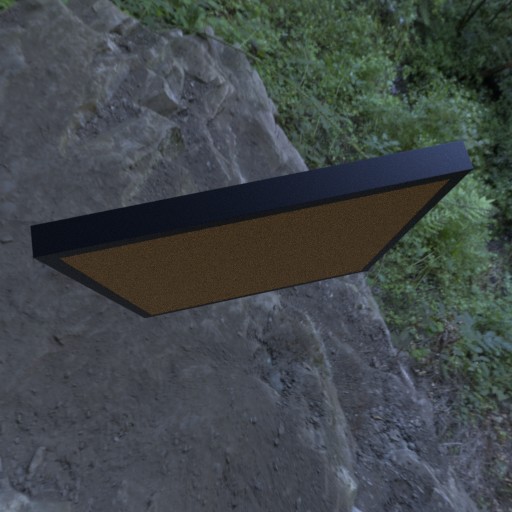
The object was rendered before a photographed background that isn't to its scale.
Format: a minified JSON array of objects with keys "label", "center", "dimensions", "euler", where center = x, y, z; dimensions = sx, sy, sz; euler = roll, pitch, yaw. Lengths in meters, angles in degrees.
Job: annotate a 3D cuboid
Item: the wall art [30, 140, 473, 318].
[{"label":"wall art","center":[0.000,0.000,0.749],"dimensions":[0.508,0.508,0.038],"euler":[-12,75,-3]}]
